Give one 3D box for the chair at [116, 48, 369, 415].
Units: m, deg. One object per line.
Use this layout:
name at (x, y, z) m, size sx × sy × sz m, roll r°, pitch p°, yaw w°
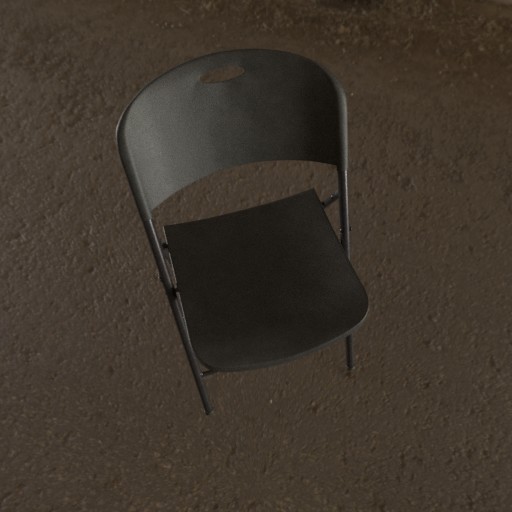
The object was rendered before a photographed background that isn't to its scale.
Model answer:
chair at (0.000, 0.000, 1.143) m, size 0.494 × 0.810 × 0.566 m, roll -15°, pitch 64°, yaw -8°
